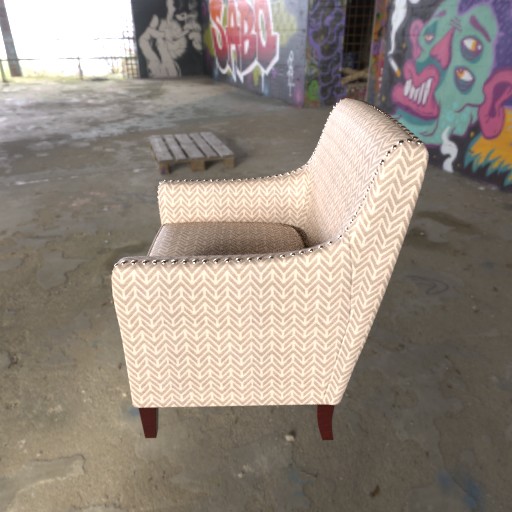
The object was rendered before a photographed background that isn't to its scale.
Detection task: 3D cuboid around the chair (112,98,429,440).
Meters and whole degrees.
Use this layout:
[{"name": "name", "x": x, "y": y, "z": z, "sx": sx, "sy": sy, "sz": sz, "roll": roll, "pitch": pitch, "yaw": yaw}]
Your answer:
[{"name": "chair", "x": 0.000, "y": 0.000, "z": 1.276, "sx": 0.651, "sy": 0.816, "sz": 0.623, "roll": -1, "pitch": 27, "yaw": -1}]
